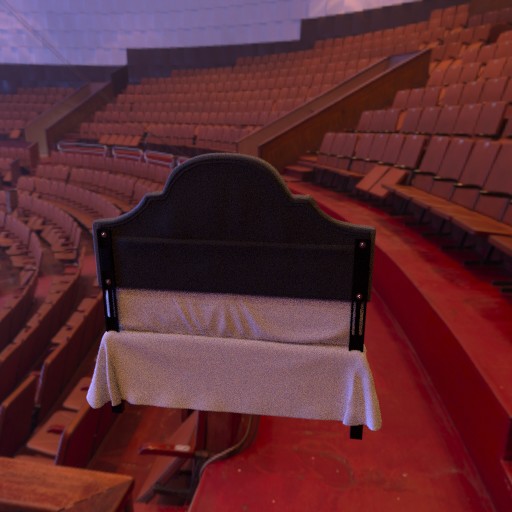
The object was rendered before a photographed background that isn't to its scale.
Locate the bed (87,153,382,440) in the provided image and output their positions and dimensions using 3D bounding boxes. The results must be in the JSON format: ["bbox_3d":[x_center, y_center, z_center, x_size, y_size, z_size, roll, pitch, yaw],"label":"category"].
[{"bbox_3d":[0.000,0.000,3.435,1.780,1.634,2.222,3,16,9],"label":"bed"}]
